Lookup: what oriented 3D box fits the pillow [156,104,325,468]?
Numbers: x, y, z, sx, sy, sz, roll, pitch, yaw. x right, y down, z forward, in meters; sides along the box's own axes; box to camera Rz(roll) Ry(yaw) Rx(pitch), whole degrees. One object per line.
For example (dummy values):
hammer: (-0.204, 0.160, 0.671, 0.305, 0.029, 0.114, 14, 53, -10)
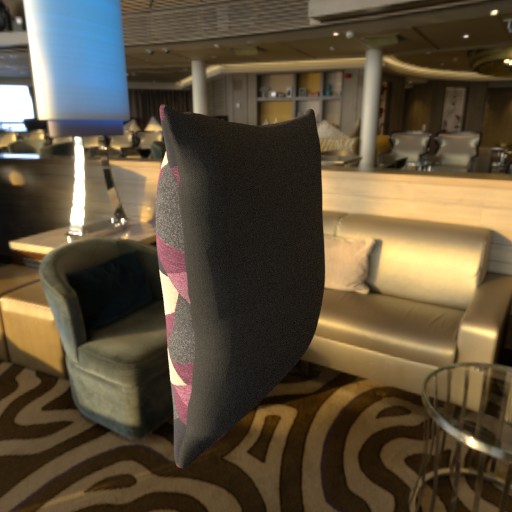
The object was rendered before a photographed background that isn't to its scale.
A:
pillow: (0.000, 0.000, 0.768, 0.208, 0.496, 0.503, 8, 19, 25)
